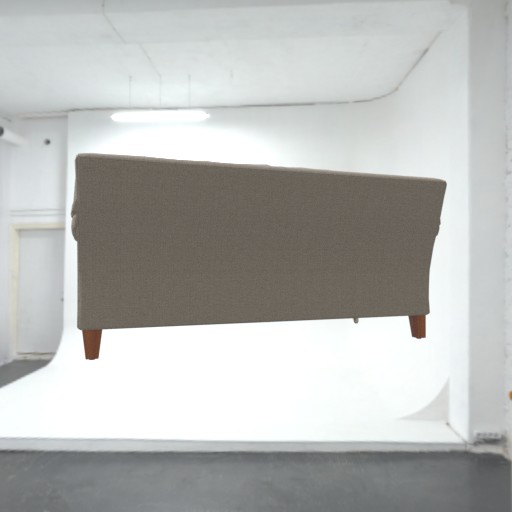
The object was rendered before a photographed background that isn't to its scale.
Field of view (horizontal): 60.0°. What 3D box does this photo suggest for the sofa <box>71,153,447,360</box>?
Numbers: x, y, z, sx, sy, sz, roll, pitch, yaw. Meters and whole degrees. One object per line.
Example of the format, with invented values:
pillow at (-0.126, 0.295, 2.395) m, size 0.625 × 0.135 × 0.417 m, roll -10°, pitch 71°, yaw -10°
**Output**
sofa at (0.000, 0.000, 2.851) m, size 2.160 × 1.054 × 1.087 m, roll 0°, pitch -1°, yaw -18°
